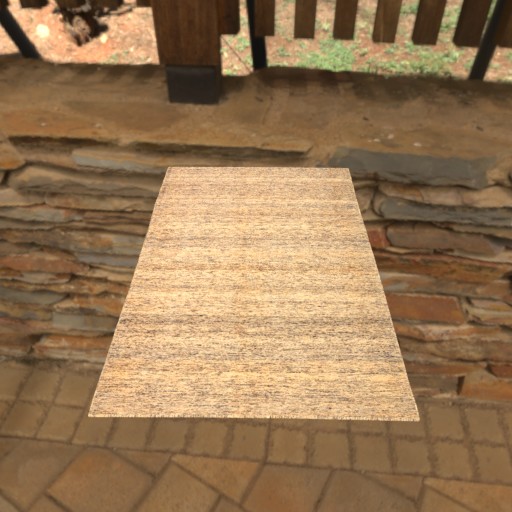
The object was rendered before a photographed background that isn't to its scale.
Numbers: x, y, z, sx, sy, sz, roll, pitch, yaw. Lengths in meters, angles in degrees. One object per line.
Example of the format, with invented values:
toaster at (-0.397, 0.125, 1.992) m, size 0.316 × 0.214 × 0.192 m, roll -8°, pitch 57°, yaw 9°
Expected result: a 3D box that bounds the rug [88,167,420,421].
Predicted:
rug at (0.000, 0.000, 2.340) m, size 1.243 × 0.014 × 1.846 m, roll 1°, pitch 41°, yaw 1°
